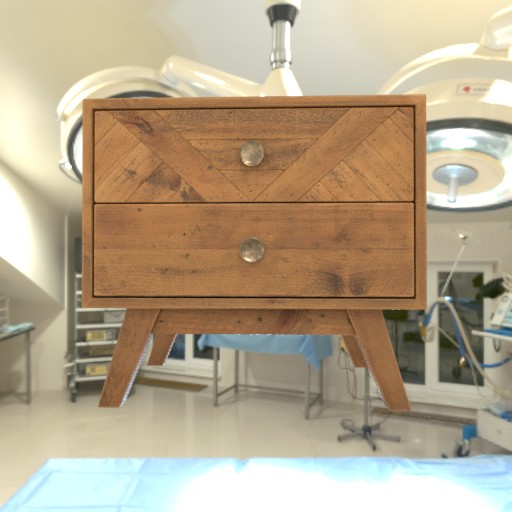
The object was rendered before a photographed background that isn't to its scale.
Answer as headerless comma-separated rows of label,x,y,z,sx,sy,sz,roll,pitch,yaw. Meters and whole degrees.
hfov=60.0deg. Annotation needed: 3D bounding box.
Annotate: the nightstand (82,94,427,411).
nightstand,0.000,0.000,1.048,0.650,0.599,0.450,0,-1,2
